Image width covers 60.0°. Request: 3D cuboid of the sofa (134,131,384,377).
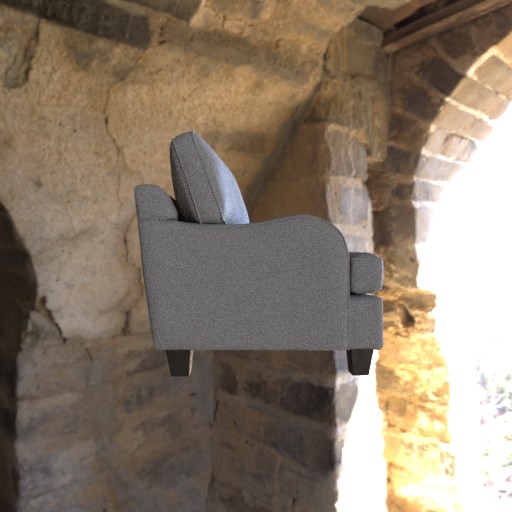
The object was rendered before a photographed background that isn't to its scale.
[{"bbox_3d":[0.000,0.000,2.897,1.016,0.997,2.323,0,-1,-1],"label":"sofa"}]
